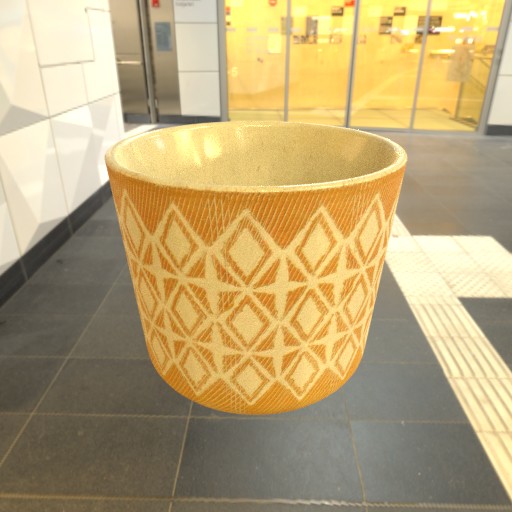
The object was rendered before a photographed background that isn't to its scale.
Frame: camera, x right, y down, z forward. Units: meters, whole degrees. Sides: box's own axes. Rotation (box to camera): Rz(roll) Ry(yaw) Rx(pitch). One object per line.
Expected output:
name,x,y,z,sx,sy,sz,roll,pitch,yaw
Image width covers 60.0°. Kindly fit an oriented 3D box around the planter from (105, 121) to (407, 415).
planter,0.000,0.000,0.331,0.193,0.165,0.193,0,26,0
